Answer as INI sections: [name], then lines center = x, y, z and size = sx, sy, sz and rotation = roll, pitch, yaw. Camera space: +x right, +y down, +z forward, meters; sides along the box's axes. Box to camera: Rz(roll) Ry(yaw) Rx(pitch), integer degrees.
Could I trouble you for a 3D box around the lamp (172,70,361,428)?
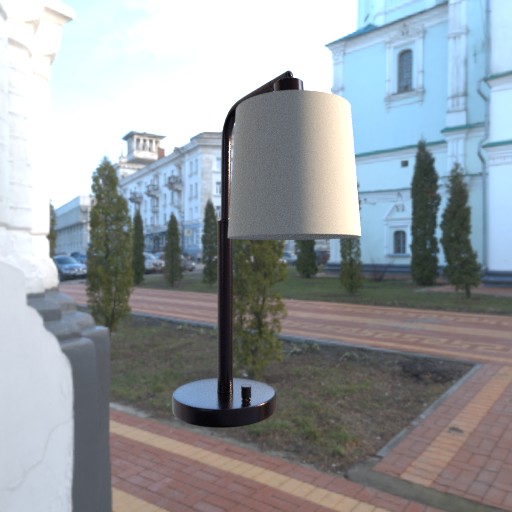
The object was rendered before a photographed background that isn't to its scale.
[lamp]
center = 0.000, 0.000, 0.641
size = 0.171, 0.489, 0.333
rotation = 0, 0, -37
